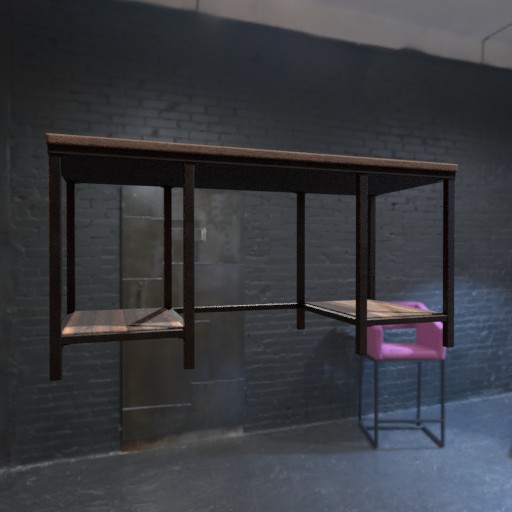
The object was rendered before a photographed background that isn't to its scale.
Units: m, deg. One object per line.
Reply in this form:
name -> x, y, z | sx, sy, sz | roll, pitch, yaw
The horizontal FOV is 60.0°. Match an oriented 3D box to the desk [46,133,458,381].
desk -> 0.000, 0.000, 1.875 | 1.538, 0.753, 0.617 | 0, 1, -18
